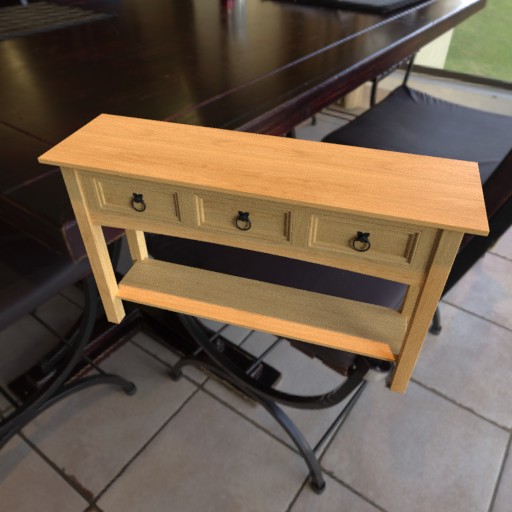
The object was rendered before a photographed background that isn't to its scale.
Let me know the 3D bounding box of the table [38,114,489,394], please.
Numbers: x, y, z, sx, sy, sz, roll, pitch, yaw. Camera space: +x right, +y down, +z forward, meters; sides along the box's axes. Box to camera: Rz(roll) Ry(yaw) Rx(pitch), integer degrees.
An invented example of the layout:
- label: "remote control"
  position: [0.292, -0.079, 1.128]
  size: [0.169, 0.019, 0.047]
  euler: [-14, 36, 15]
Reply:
- label: "table"
  position: [0.000, 0.000, 1.529]
  size: [1.240, 0.730, 0.350]
  euler: [11, 41, 13]
